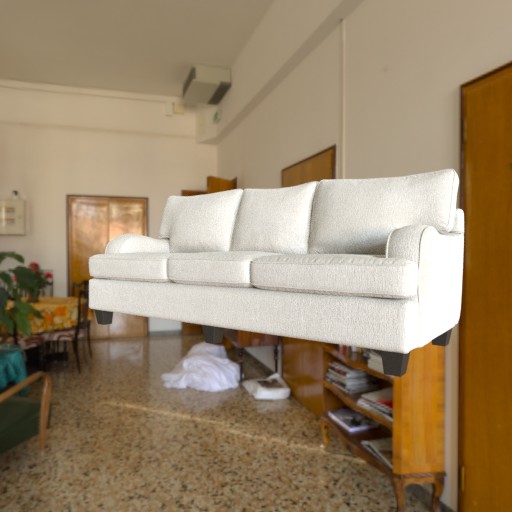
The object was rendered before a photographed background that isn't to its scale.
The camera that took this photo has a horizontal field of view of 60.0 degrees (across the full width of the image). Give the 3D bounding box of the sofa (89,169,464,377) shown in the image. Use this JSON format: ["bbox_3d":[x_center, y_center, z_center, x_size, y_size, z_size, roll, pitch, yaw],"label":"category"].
[{"bbox_3d":[0.000,0.000,2.876,2.323,0.991,1.016,1,1,37],"label":"sofa"}]
